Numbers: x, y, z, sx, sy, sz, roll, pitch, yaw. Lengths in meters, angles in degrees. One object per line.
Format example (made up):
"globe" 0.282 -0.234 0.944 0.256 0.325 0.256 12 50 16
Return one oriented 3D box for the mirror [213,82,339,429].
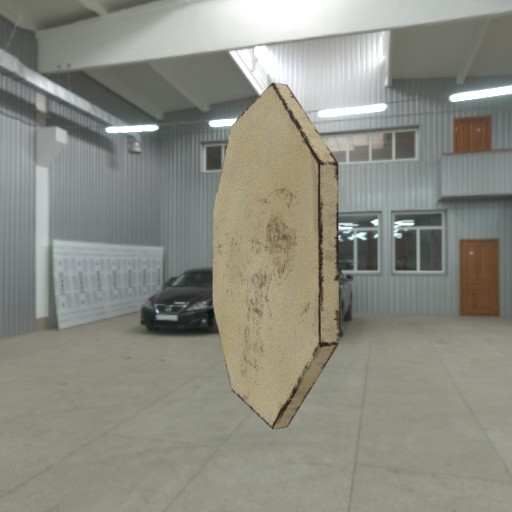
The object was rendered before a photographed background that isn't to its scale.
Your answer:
"mirror" 0.000 0.000 0.957 0.031 0.648 0.648 0 -1 -20
